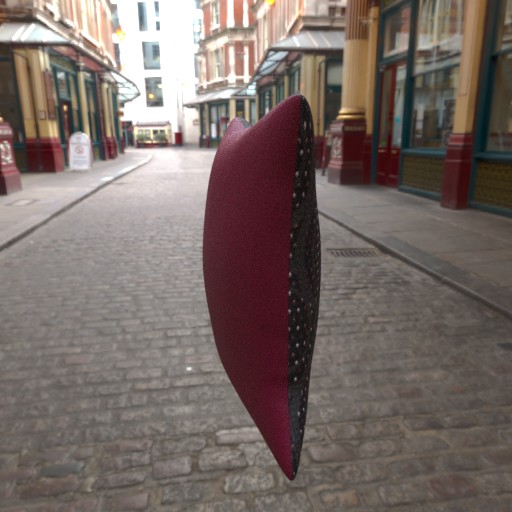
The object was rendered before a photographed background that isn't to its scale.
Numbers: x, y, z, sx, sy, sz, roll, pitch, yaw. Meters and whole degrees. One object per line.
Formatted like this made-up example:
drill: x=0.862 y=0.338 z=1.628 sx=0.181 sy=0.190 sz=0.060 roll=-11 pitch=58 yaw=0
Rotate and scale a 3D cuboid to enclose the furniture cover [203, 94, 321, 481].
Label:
furniture cover: x=0.000 y=0.000 z=0.810 sx=0.193 sy=0.509 sz=0.552 roll=-3 pitch=15 yaw=-10
